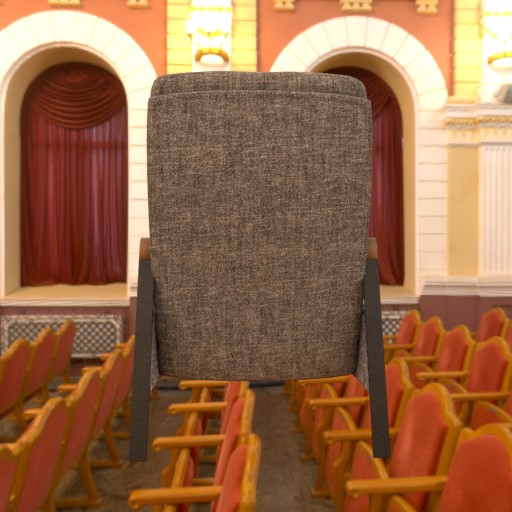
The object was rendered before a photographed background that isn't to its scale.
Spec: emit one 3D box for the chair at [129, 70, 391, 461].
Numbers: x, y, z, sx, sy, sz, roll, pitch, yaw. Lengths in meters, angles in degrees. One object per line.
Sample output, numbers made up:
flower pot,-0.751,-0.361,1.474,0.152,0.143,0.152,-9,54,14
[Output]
chair,0.000,0.000,1.565,0.671,1.042,0.868,0,0,-2
